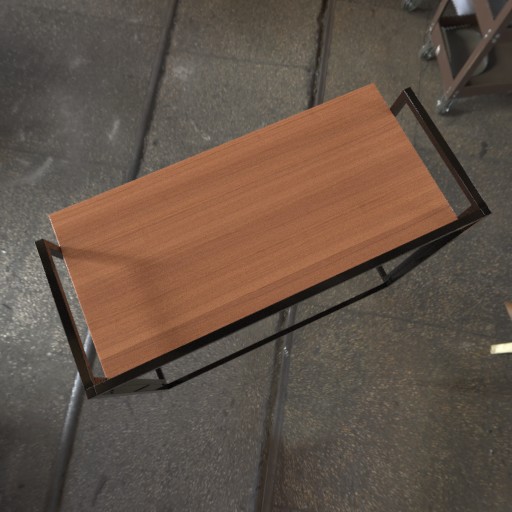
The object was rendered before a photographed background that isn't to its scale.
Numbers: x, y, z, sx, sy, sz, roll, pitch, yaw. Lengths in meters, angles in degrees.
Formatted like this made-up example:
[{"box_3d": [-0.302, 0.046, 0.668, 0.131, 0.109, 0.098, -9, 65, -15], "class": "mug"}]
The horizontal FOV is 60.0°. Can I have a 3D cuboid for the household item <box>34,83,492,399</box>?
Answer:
[{"box_3d": [0.000, 0.000, 1.506, 1.050, 0.860, 0.510, -24, 75, -7], "class": "household item"}]
